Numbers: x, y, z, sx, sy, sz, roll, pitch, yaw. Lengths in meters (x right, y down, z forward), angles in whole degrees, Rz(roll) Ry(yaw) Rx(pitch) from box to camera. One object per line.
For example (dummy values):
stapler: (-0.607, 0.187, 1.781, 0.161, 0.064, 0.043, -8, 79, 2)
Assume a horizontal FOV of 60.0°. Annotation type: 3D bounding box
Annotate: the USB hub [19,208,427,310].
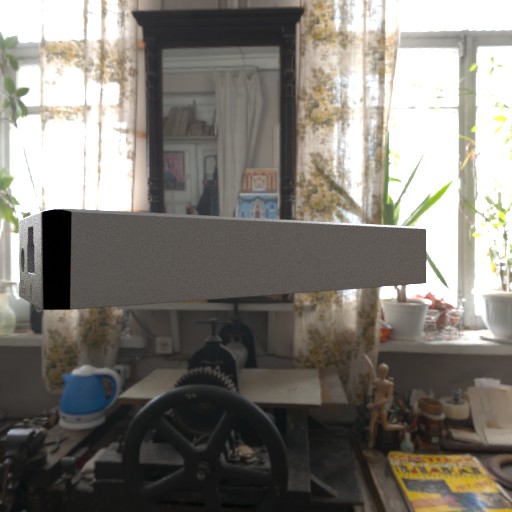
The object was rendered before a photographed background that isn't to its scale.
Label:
USB hub: (0.000, 0.000, 0.157, 0.145, 0.023, 0.044, 0, 1, -36)
